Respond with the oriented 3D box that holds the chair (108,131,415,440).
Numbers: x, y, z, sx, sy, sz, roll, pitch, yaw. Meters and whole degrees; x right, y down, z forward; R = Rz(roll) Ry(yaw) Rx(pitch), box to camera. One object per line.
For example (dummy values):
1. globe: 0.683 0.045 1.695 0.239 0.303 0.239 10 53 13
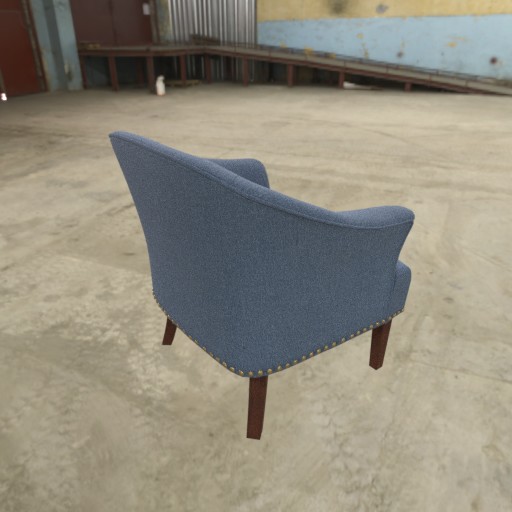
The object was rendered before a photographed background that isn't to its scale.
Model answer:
1. chair: 0.000 0.000 1.407 0.704 0.815 0.772 -18 32 -32
